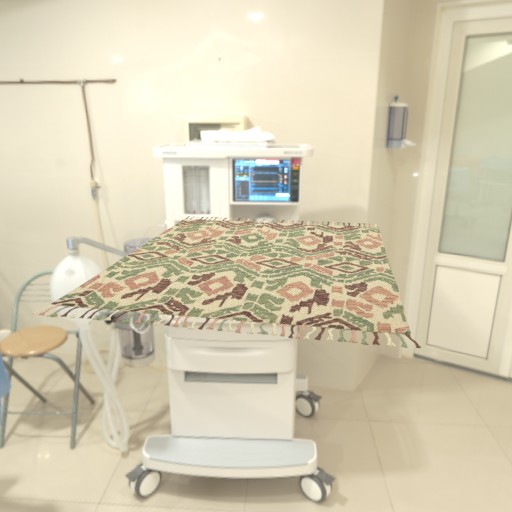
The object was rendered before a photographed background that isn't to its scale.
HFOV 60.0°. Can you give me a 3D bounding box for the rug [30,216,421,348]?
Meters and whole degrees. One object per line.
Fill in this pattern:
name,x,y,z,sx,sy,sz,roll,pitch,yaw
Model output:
rug,0.000,0.000,4.093,2.438,0.010,3.048,3,18,10
